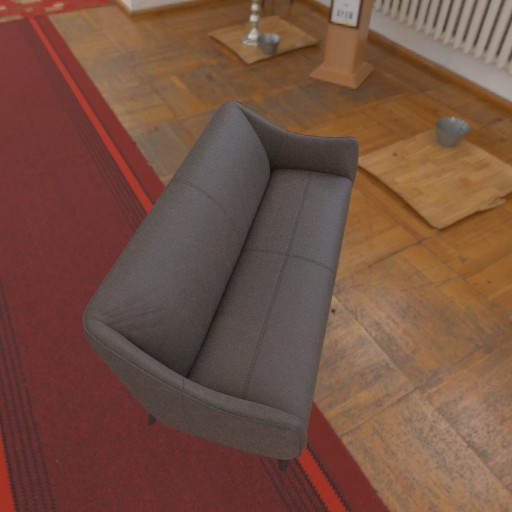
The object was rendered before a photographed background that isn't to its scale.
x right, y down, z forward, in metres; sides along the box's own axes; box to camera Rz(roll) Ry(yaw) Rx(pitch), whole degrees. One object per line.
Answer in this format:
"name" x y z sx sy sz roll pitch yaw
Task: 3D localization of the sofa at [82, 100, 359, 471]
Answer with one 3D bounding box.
"sofa" 0.000 0.000 2.337 0.869 0.831 1.928 11 47 10
